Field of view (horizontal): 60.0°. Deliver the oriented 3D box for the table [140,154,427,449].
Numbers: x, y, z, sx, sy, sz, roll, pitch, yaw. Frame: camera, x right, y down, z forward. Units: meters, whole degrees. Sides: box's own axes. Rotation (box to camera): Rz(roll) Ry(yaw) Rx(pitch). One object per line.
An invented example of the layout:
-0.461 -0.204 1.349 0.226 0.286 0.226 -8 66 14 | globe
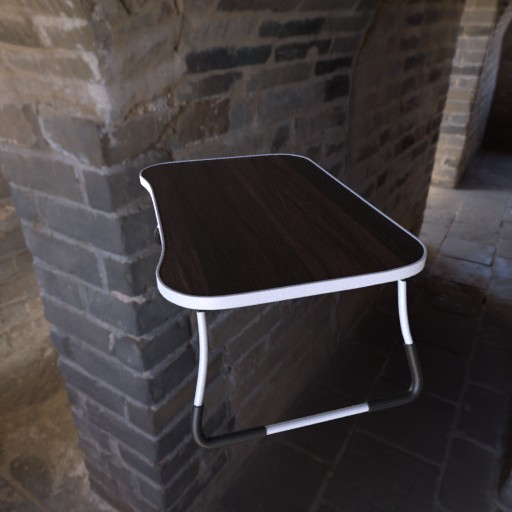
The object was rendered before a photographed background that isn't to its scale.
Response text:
0.000 0.000 0.880 0.400 0.232 0.660 -8 30 -14 | table
